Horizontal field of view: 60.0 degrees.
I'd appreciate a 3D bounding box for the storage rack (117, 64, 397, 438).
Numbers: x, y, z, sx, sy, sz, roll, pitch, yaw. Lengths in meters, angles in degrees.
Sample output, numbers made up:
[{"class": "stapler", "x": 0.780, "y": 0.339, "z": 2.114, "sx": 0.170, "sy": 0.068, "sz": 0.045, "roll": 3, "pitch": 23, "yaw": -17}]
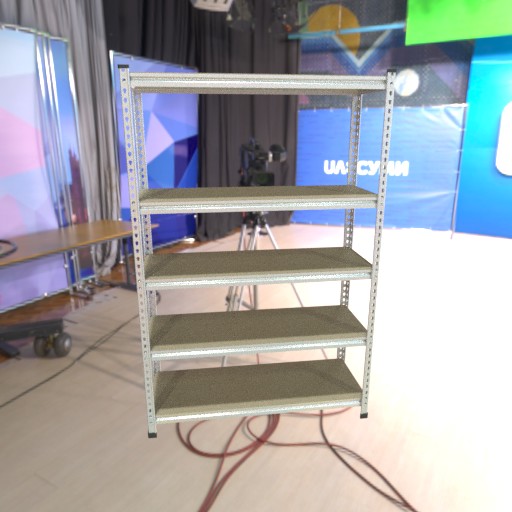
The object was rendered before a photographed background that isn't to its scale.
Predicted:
[{"class": "storage rack", "x": 0.000, "y": 0.000, "z": 2.380, "sx": 1.219, "sy": 1.829, "sz": 0.457, "roll": -2, "pitch": 17, "yaw": -8}]
